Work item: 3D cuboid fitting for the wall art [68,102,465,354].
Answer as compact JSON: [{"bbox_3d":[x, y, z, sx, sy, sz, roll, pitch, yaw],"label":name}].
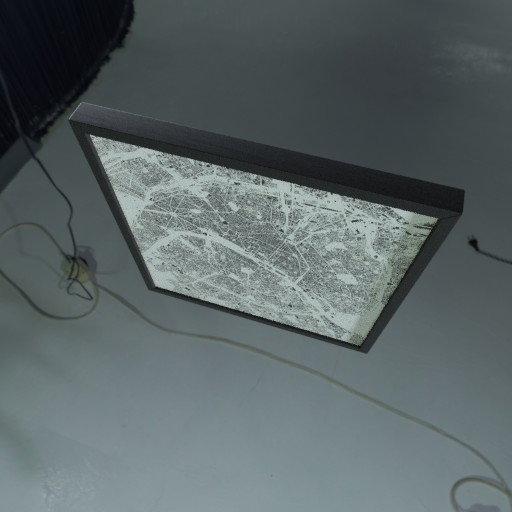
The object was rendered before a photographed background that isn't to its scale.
[{"bbox_3d":[0.000,0.000,0.772,0.508,0.508,0.037,15,61,9],"label":"wall art"}]
